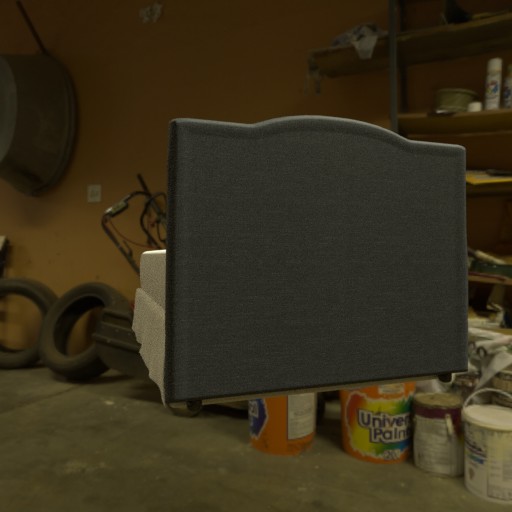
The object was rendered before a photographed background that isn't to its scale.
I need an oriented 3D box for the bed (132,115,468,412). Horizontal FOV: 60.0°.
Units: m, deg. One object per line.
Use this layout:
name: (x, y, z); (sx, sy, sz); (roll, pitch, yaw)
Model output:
bed: (0.000, 0.000, 3.440); (1.747, 1.441, 2.507); (0, 0, -19)
